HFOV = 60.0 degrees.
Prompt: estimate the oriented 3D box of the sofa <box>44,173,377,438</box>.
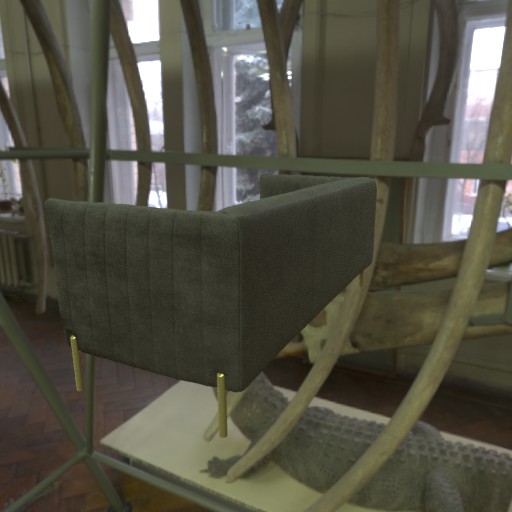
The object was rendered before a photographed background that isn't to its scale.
[{"bbox_3d":[0.000,0.000,2.413,0.876,0.780,1.980,7,15,26],"label":"sofa"}]
